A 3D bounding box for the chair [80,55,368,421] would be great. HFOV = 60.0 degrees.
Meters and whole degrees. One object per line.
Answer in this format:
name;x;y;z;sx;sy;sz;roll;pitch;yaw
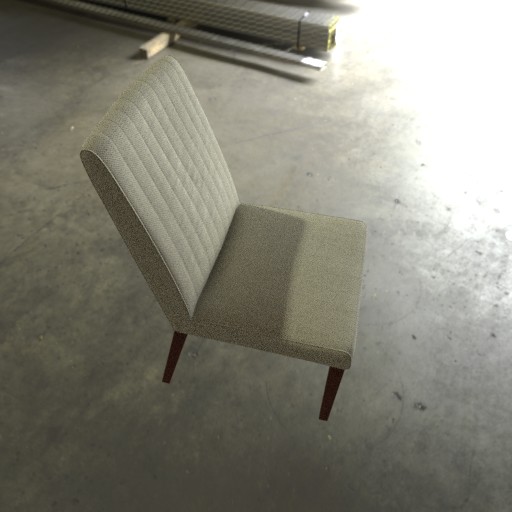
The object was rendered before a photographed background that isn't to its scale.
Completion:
chair;0.000;0.000;1.222;0.594;0.900;0.480;10;48;9
